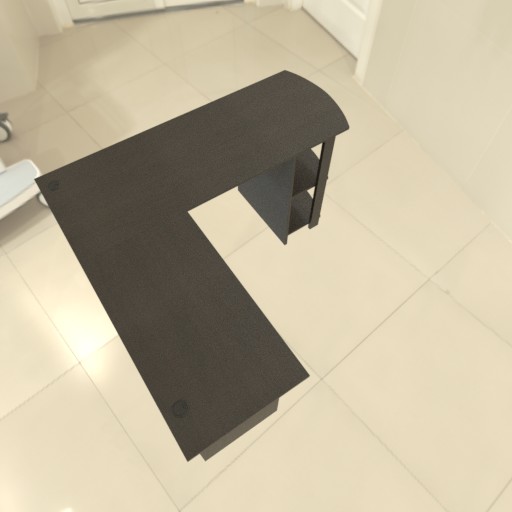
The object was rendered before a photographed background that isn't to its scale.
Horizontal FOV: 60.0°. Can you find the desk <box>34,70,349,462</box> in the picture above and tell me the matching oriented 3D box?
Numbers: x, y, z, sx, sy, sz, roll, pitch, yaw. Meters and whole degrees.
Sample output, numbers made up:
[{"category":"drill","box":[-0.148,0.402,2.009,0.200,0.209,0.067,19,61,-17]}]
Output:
[{"category":"desk","box":[0.000,0.000,2.071,1.361,0.716,1.303,-30,63,-17]}]
